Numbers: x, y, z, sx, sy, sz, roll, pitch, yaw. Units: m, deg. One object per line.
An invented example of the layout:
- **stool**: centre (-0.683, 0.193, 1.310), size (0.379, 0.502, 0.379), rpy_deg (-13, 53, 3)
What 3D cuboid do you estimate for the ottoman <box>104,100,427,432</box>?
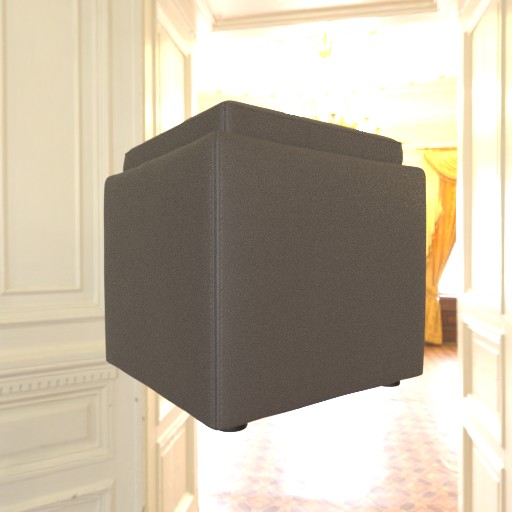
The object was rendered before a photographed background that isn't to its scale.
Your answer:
- **ottoman**: centre (0.000, 0.000, 0.839), size (0.450, 0.460, 0.451), rpy_deg (0, 1, -36)
